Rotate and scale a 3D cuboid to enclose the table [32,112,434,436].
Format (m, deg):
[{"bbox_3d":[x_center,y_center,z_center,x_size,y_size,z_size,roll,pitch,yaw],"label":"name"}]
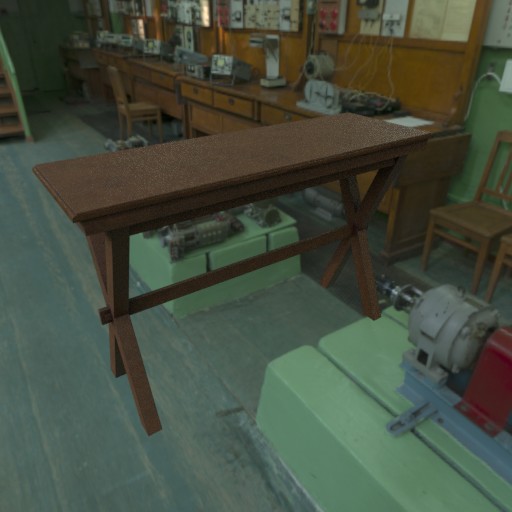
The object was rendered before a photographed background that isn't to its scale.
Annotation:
[{"bbox_3d":[0.000,0.000,1.536,1.197,0.763,0.399,-19,35,-30],"label":"table"}]
